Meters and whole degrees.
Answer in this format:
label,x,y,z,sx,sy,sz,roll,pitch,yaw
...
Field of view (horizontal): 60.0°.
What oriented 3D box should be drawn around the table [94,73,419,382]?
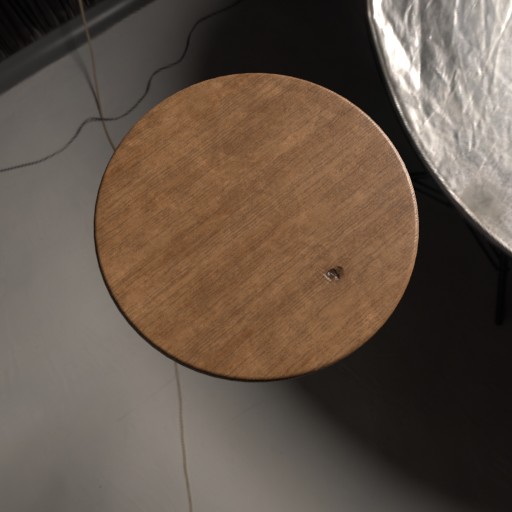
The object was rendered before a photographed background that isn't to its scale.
label,x,y,z,sx,sy,sz,roll,pitch,yaw
table,0.000,0.000,0.806,0.432,0.460,0.432,0,76,0
